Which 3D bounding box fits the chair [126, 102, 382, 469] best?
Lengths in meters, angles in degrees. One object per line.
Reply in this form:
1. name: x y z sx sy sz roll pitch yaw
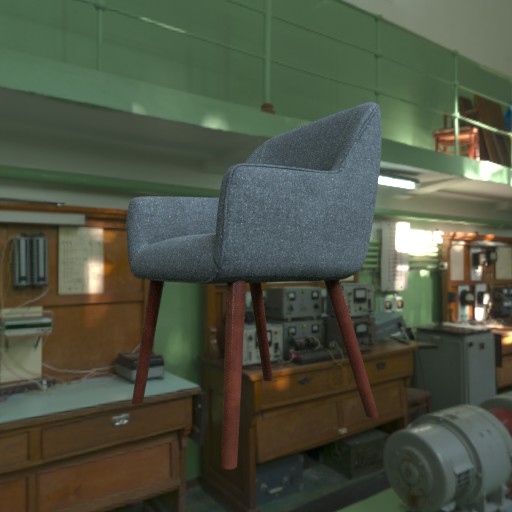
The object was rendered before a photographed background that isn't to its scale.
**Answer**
1. chair: 0.000 0.000 1.168 0.519 0.803 0.543 1 -1 -36
